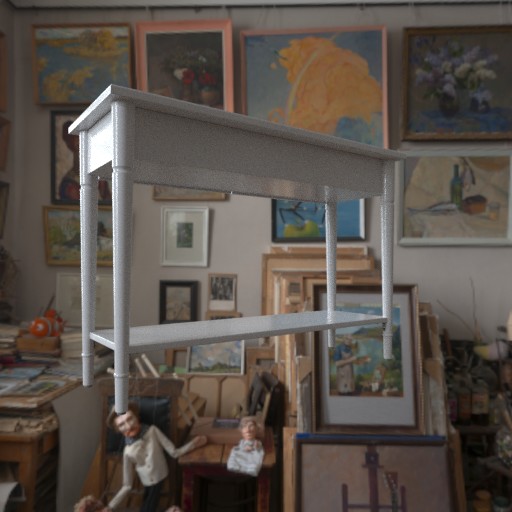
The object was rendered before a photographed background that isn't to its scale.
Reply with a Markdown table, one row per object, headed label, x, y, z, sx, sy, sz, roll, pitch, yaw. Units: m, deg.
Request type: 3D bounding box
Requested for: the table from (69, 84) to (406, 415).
| label | x | y | z | sx | sy | sz | roll | pitch | yaw |
| --- | --- | --- | --- | --- | --- | --- | --- | --- | --- |
| table | 0.000 | 0.000 | 1.439 | 1.067 | 0.749 | 0.381 | 1 | -1 | -36 |
